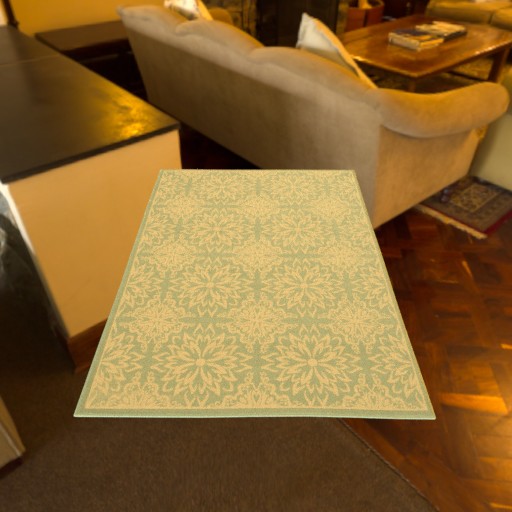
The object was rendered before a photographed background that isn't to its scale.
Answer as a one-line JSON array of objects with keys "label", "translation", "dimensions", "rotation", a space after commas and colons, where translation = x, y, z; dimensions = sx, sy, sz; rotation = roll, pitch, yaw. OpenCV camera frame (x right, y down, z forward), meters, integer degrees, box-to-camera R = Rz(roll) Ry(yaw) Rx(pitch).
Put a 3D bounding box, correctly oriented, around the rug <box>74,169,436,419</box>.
[{"label": "rug", "translation": [0.000, 0.000, 2.784], "dimensions": [1.589, 0.014, 2.205], "rotation": [0, 40, 0]}]
